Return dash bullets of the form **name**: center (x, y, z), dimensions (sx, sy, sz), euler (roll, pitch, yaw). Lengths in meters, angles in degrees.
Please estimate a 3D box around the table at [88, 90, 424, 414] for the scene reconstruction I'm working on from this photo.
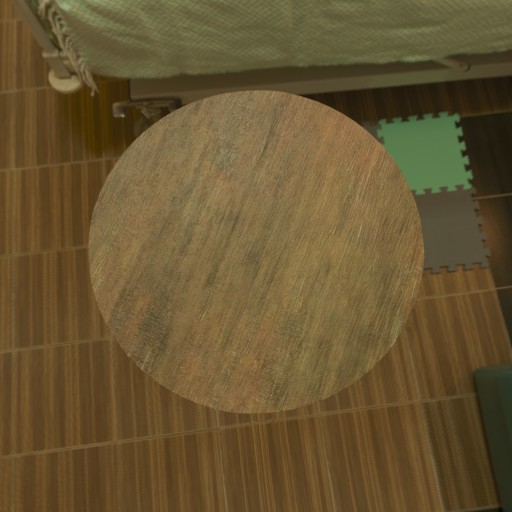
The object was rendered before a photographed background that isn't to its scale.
- **table**: center (0.000, 0.000, 1.509), dimensions (0.974, 0.450, 0.974), euler (0, 76, 0)
